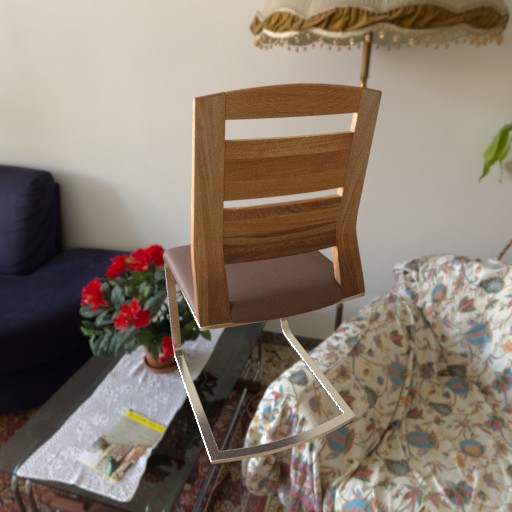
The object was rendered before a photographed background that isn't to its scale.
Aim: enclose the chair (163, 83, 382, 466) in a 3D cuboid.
[{"bbox_3d":[0.000,0.000,1.288,0.460,0.970,0.570,-9,27,-19],"label":"chair"}]
